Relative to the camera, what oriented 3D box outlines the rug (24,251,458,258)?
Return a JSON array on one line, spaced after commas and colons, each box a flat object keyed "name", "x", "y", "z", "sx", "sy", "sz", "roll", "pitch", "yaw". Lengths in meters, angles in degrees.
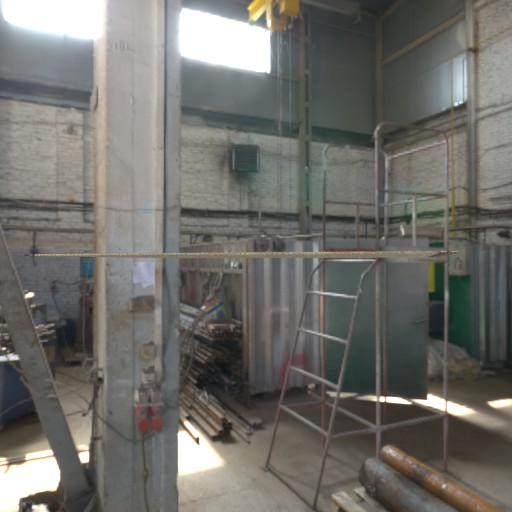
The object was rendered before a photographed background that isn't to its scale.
[{"name": "rug", "x": 0.000, "y": 0.000, "z": 2.292, "sx": 1.802, "sy": 0.008, "sz": 1.247, "roll": 0, "pitch": -1, "yaw": 19}]
